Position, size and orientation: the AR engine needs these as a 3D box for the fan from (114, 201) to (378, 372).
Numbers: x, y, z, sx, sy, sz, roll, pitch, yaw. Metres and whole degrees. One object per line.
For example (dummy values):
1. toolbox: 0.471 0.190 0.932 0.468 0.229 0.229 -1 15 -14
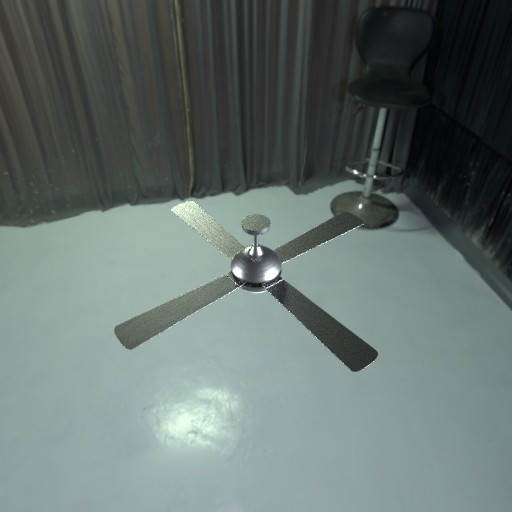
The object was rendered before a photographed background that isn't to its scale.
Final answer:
1. fan: 0.000 0.000 2.034 1.321 0.381 1.321 -11 41 -13
